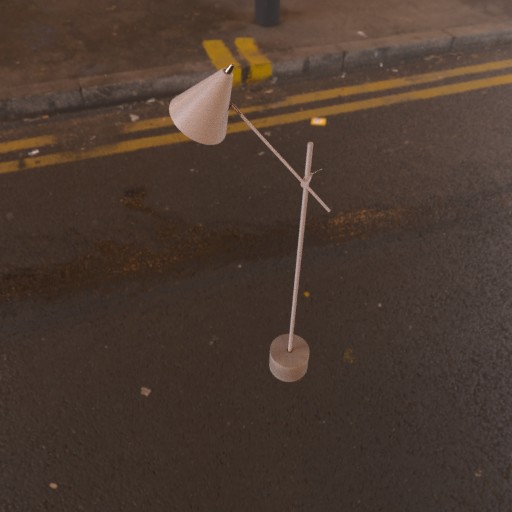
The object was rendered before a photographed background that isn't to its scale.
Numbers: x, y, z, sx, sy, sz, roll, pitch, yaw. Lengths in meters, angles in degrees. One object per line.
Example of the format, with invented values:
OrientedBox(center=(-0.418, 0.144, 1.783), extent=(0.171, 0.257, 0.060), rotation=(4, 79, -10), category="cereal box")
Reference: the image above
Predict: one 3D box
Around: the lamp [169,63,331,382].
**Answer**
OrientedBox(center=(0.000, 0.000, 1.670), extent=(0.508, 1.430, 0.223), rotation=(16, 48, 15), category="lamp")
